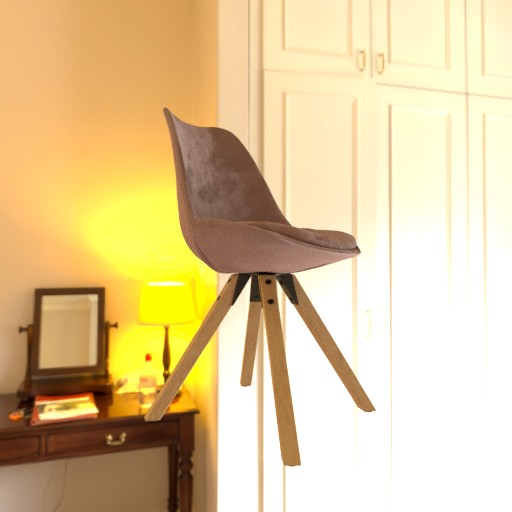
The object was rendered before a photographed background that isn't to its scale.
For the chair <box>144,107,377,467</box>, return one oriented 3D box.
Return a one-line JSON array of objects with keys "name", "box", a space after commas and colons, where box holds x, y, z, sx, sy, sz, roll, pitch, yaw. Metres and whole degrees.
[{"name": "chair", "box": [0.000, 0.000, 1.208, 0.550, 0.850, 0.485, -1, -1, 36]}]
